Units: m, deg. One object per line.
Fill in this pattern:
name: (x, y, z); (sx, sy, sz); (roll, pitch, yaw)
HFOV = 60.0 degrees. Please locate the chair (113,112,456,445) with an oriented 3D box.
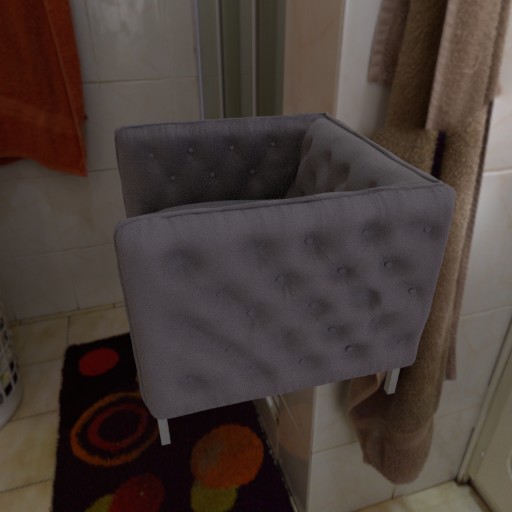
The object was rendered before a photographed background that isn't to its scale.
chair: (0.000, 0.000, 1.624); (0.913, 0.807, 0.946); (-8, 32, -13)
